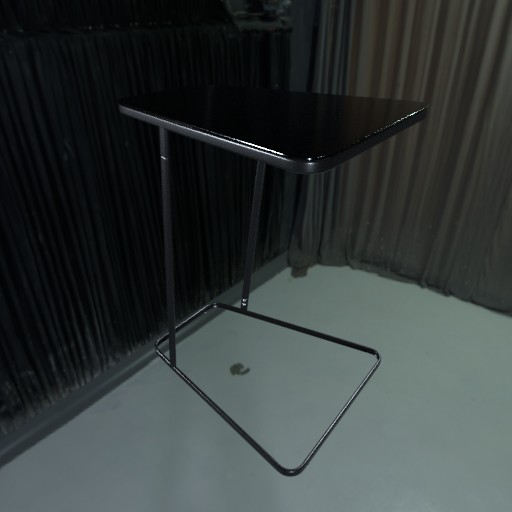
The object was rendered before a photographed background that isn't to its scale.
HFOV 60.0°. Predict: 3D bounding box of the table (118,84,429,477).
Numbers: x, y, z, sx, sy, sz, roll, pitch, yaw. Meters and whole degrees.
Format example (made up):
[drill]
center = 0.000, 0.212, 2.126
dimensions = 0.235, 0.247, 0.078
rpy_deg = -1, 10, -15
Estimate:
[table]
center = 0.000, 0.000, 0.951
dimensions = 0.500, 0.624, 0.427
rpy_deg = 21, 36, 31
